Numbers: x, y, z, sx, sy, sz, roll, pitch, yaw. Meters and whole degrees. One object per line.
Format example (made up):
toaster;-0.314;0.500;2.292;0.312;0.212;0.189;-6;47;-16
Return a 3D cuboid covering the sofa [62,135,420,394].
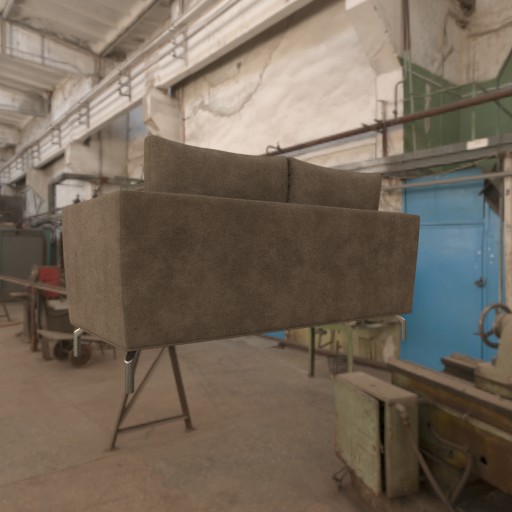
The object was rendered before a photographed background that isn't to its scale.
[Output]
sofa;0.000;0.000;2.438;1.832;1.013;0.855;0;1;-36
